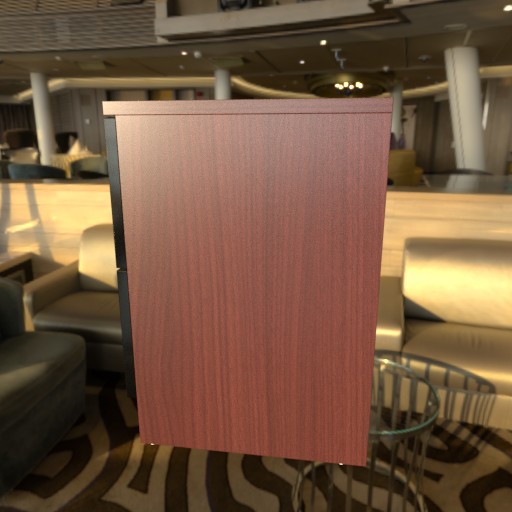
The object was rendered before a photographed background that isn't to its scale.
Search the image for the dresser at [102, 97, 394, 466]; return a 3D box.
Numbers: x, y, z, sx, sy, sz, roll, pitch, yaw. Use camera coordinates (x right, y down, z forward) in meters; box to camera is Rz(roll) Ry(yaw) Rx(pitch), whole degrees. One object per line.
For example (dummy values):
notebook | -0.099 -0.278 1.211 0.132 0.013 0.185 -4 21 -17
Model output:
dresser | 0.000 0.000 0.753 0.360 0.470 0.400 2 15 8
